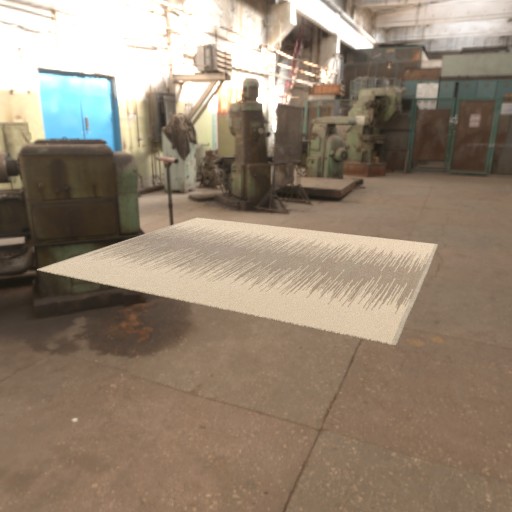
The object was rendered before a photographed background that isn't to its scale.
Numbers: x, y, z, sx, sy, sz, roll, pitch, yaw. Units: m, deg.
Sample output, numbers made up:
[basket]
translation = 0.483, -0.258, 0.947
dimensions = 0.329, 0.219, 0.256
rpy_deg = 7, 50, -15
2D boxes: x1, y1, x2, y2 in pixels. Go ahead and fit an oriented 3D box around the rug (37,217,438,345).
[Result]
[rug]
translation = 0.000, 0.000, 4.227
dimensions = 3.037, 0.010, 2.453
rpy_deg = 8, 19, 25
